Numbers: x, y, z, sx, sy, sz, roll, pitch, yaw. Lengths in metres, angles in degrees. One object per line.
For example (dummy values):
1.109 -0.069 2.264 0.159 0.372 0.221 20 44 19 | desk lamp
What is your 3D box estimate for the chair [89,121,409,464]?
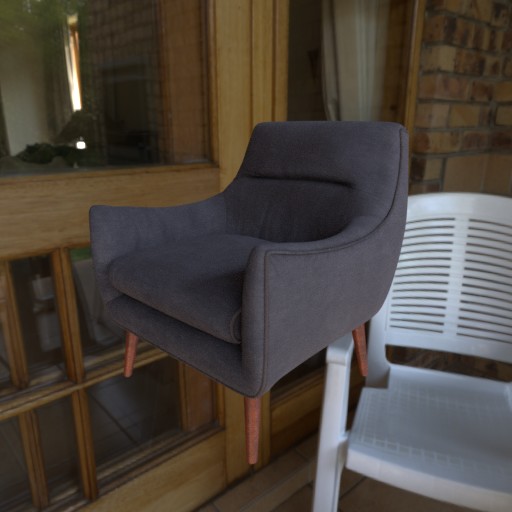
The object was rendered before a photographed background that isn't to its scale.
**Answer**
0.000 0.000 1.435 0.762 0.838 0.787 15 22 41 | chair
